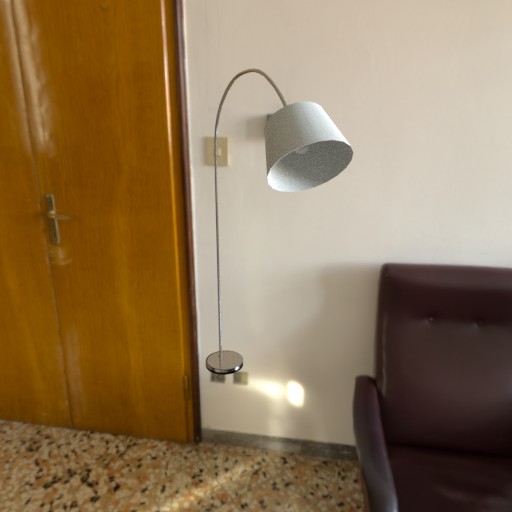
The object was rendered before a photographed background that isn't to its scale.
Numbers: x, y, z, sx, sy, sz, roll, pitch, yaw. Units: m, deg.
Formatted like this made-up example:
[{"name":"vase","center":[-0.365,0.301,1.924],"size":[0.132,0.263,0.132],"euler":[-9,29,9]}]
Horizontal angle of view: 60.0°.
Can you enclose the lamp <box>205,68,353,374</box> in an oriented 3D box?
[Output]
[{"name":"lamp","center":[0.000,0.000,2.663],"size":[0.406,2.098,1.445],"euler":[-8,19,-24]}]
